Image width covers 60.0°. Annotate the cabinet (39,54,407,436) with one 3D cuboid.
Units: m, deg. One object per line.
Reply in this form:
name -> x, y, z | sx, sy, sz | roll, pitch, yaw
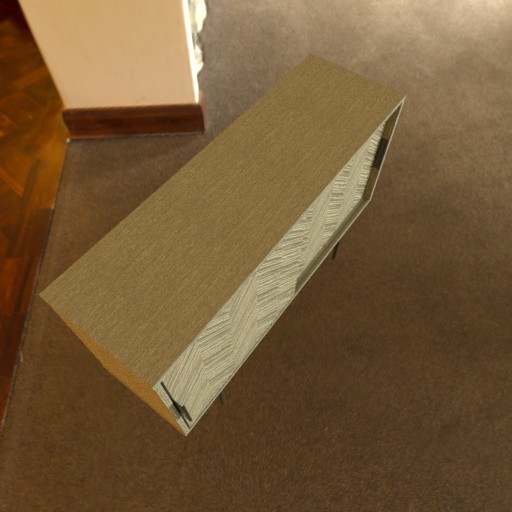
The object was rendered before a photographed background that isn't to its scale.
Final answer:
cabinet -> 0.000, 0.000, 1.581 | 0.405, 0.787, 1.194 | 32, 63, 19
